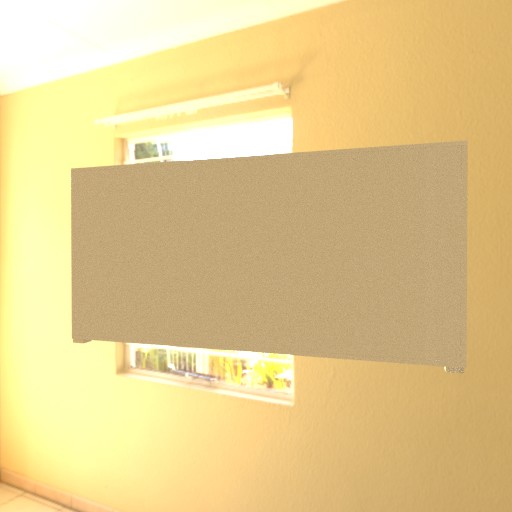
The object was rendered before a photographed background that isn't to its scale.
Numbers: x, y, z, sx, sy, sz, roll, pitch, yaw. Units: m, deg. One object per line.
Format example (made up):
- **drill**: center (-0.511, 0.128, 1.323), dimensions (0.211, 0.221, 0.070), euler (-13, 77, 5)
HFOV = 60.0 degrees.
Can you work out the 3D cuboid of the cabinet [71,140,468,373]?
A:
- **cabinet**: center (0.000, 0.000, 1.963), dimensions (1.650, 0.800, 0.400), euler (0, 1, 18)
